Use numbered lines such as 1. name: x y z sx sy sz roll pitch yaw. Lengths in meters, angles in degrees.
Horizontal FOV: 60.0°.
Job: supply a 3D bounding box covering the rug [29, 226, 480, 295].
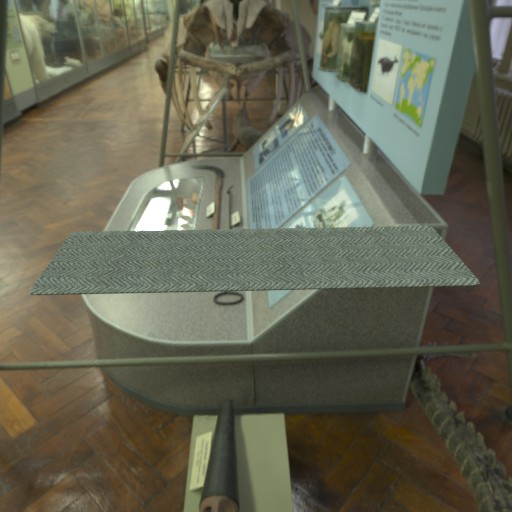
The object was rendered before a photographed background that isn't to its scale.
1. rug: 0.000 0.000 2.522 2.286 0.008 0.686 -1 30 -2
